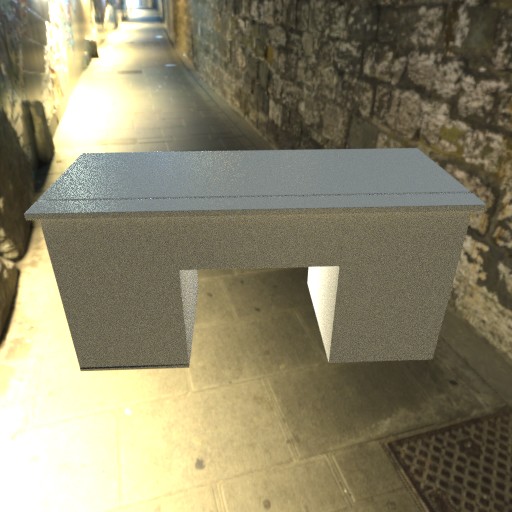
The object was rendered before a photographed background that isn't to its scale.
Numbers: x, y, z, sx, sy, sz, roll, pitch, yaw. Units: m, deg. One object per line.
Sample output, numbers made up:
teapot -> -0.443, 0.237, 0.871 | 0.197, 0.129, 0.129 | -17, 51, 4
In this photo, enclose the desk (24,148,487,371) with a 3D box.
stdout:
desk -> 0.000, 0.000, 1.990 | 1.580, 0.760, 0.670 | -1, 30, -2
